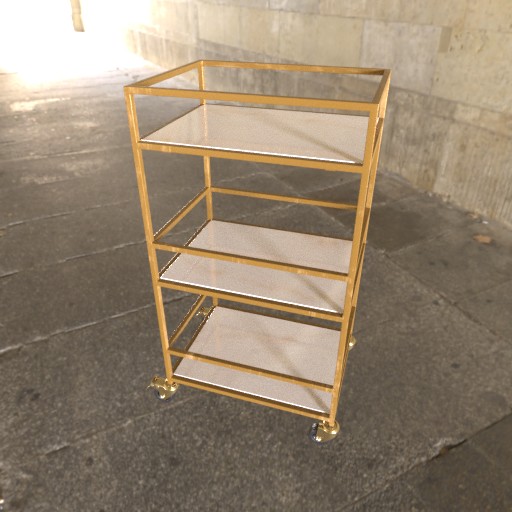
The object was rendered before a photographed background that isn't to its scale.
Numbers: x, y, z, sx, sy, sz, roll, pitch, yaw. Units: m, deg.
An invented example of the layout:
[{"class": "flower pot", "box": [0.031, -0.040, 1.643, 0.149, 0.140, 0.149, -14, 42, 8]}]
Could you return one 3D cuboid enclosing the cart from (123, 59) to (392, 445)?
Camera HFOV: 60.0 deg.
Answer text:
[{"class": "cart", "box": [0.000, 0.000, 0.997, 0.483, 0.761, 0.332, 10, 33, 15]}]
